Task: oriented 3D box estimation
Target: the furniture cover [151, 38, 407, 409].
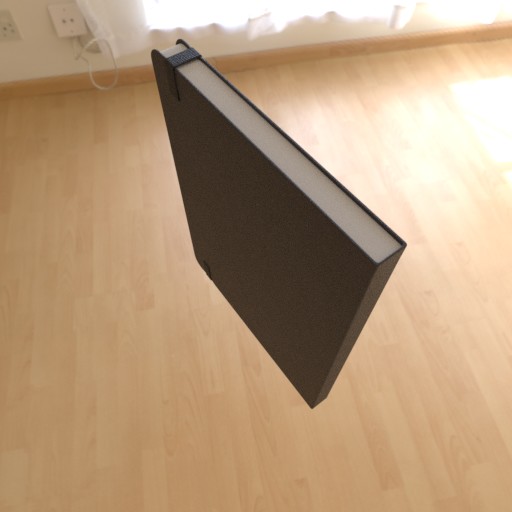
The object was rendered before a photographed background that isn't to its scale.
[{"bbox_3d":[0.000,0.000,0.372,0.023,0.281,0.216,-32,63,-18],"label":"furniture cover"}]
